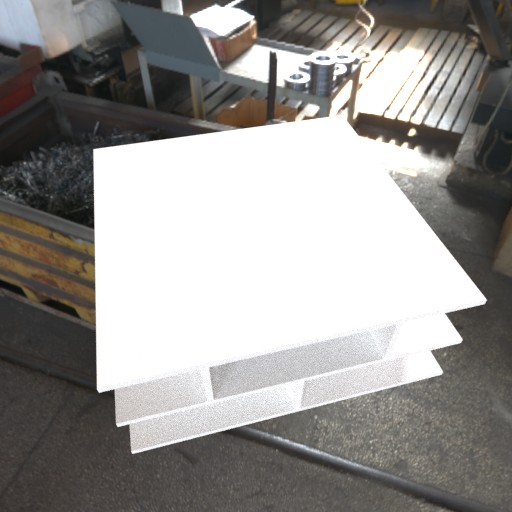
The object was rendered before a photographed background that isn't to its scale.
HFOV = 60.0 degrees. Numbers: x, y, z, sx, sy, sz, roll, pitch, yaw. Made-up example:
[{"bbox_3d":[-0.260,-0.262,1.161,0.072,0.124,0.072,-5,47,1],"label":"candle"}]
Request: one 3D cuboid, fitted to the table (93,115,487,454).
[{"bbox_3d":[0.000,0.000,1.096,0.700,0.289,0.700,-11,47,-10],"label":"table"}]
